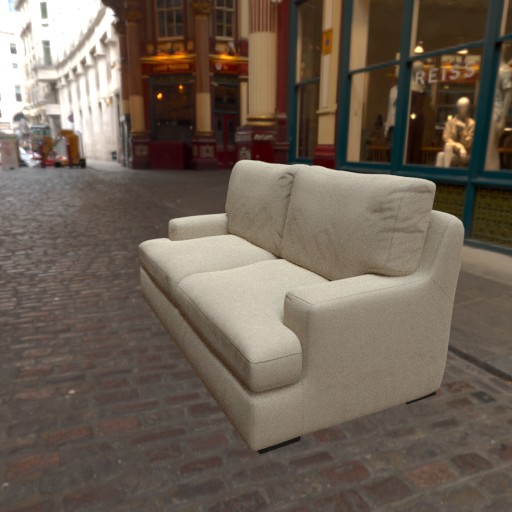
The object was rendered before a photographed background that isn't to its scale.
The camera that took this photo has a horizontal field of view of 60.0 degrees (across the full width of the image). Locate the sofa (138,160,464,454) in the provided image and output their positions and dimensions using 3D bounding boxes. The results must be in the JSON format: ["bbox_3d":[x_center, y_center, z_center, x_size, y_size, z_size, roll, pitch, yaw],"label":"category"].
[{"bbox_3d":[0.000,0.000,2.443,0.962,0.967,1.885,-7,17,-25],"label":"sofa"}]
